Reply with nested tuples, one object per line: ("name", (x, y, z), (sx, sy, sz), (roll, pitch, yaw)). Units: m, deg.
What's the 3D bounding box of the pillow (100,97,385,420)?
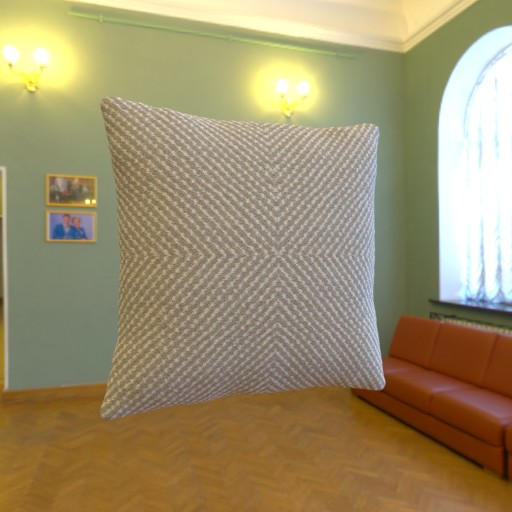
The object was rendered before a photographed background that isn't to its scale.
("pillow", (0.000, 0.000, 0.693), (0.459, 0.458, 0.181), (0, 0, -18))
